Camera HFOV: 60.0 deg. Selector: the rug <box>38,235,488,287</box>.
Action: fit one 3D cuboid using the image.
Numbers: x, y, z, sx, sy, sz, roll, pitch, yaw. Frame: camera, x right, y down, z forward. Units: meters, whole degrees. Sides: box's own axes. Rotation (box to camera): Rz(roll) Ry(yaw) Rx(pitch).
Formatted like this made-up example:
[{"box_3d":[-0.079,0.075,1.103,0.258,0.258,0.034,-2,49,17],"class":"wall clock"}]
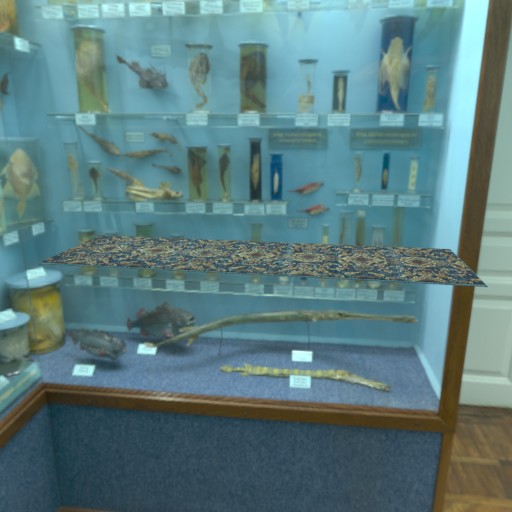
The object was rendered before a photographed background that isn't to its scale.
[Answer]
[{"box_3d":[0.000,0.000,2.557,2.292,0.014,0.685,3,16,9],"class":"rug"}]
